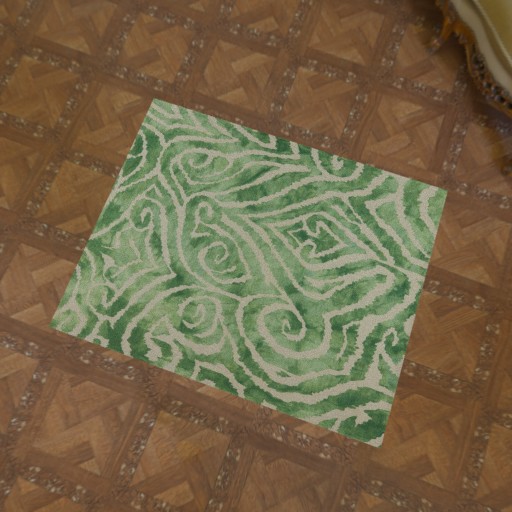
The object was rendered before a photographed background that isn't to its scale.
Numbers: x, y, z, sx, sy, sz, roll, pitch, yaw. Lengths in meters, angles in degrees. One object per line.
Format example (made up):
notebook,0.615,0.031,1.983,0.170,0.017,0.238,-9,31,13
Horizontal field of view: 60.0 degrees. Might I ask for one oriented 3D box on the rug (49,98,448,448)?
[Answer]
rug,0.000,0.000,4.094,3.045,0.007,2.436,19,77,5
